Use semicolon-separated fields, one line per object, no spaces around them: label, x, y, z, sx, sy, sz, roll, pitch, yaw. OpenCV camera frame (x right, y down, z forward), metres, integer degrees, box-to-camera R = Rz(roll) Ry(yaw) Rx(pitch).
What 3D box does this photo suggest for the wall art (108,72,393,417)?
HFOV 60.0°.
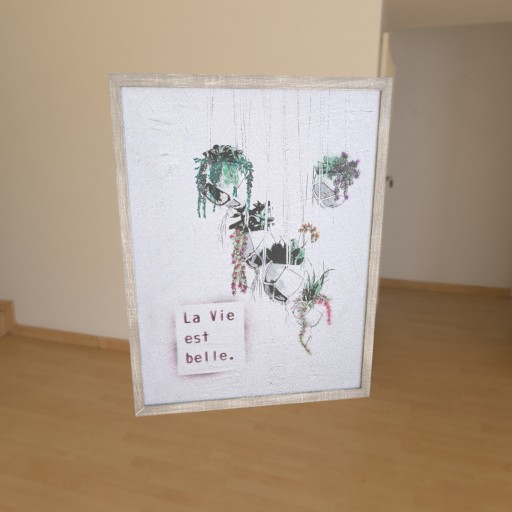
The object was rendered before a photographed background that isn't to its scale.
wall art;0.000;0.000;1.347;0.781;1.022;0.035;-2;15;-8
